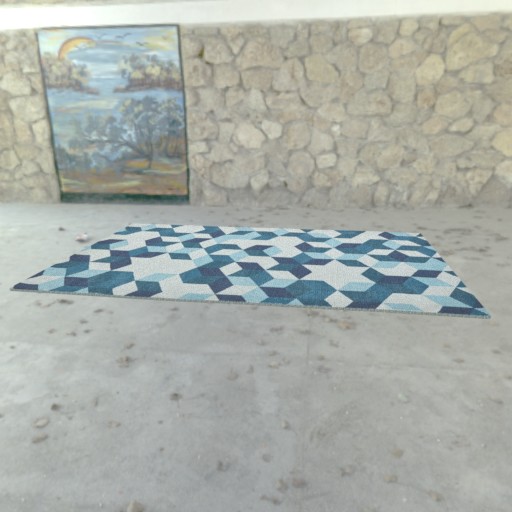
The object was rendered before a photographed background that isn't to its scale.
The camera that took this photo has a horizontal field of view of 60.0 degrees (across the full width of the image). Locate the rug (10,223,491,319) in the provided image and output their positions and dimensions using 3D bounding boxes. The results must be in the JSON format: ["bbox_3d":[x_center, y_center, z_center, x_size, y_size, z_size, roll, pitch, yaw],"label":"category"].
[{"bbox_3d":[0.000,0.000,2.236,1.829,0.014,1.235,2,17,8],"label":"rug"}]
